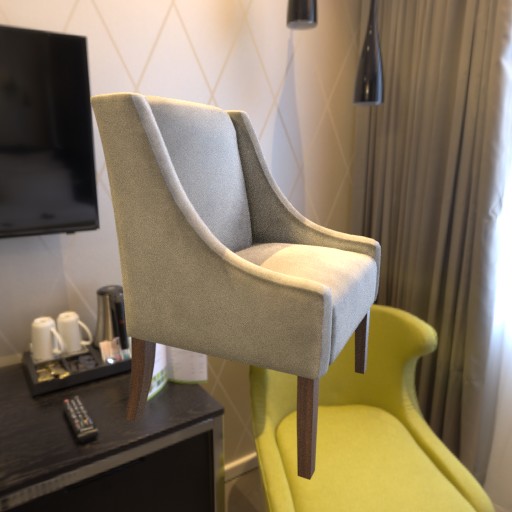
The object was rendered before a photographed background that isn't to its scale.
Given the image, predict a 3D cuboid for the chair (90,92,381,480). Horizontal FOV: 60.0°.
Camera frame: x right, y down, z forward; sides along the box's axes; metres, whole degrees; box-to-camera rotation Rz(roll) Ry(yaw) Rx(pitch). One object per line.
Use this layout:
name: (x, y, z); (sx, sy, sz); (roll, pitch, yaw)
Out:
chair: (0.000, 0.000, 1.319); (0.629, 0.895, 0.629); (6, 15, 25)
